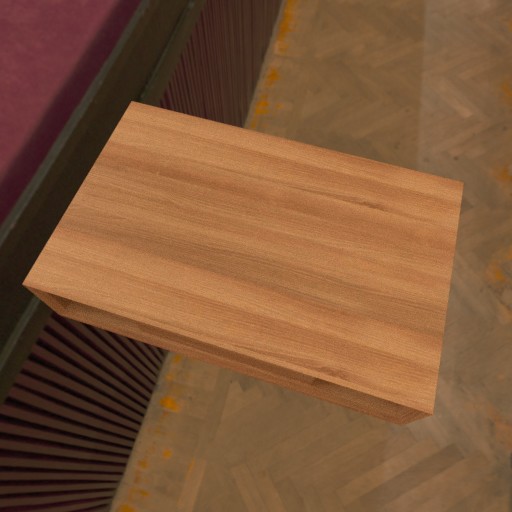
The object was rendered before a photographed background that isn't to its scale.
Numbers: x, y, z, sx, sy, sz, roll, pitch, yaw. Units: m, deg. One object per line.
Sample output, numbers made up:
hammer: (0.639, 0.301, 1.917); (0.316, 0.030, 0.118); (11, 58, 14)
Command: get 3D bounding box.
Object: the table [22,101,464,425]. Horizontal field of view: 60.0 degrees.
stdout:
table: (0.000, 0.000, 1.417); (1.100, 0.330, 0.700); (16, 65, 8)
